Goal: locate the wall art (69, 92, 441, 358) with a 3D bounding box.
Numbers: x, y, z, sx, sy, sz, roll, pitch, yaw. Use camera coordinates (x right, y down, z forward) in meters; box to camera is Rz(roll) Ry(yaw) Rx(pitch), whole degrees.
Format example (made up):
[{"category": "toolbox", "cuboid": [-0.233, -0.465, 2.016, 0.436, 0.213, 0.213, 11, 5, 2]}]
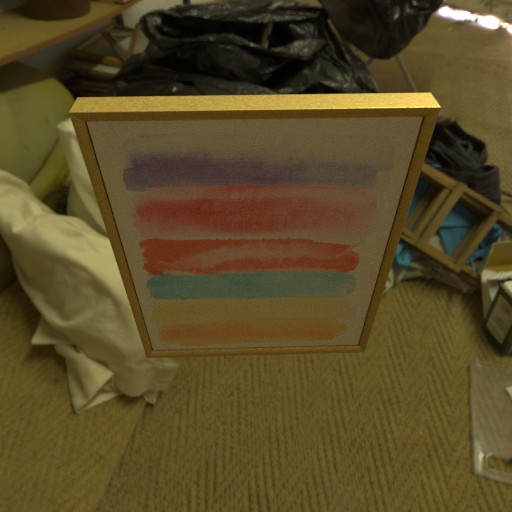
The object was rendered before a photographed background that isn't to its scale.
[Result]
[{"category": "wall art", "cuboid": [0.000, 0.000, 0.881, 0.537, 0.642, 0.048, -1, 45, -1]}]
